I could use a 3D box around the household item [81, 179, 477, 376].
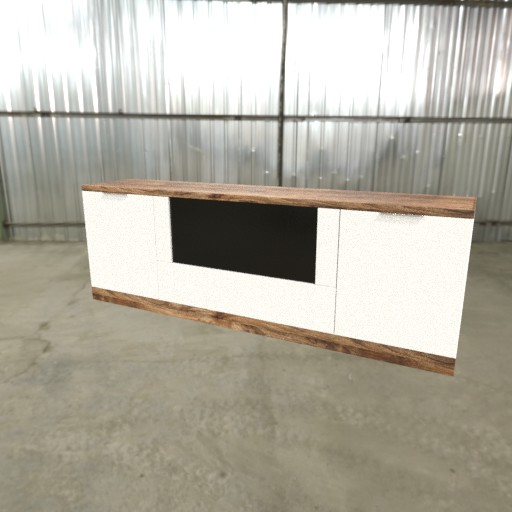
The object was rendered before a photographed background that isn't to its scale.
[{"bbox_3d":[0.000,0.000,2.091,1.800,0.615,0.390,7,17,26],"label":"household item"}]
